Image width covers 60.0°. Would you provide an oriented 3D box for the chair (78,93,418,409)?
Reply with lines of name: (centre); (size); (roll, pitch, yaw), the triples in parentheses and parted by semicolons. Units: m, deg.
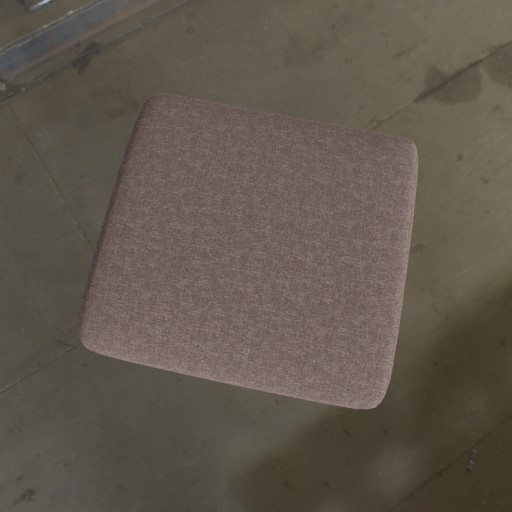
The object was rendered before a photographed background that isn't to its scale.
chair: (0.000, 0.000, 0.912); (0.530, 0.410, 0.530); (11, 76, 3)
